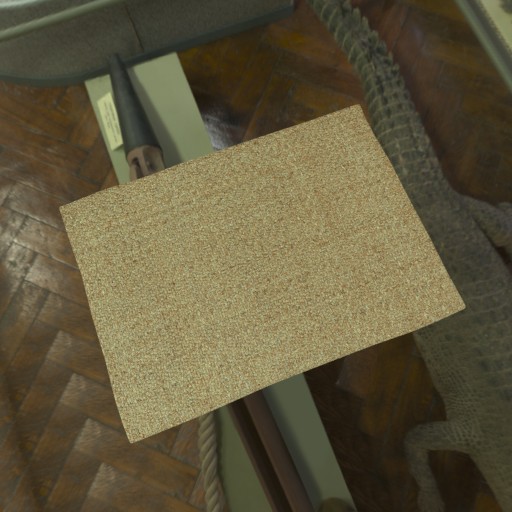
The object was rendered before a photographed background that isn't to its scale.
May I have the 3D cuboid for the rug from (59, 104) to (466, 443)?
[{"bbox_3d":[0.000,0.000,2.778,2.141,0.013,1.566,-21,76,-6],"label":"rug"}]
